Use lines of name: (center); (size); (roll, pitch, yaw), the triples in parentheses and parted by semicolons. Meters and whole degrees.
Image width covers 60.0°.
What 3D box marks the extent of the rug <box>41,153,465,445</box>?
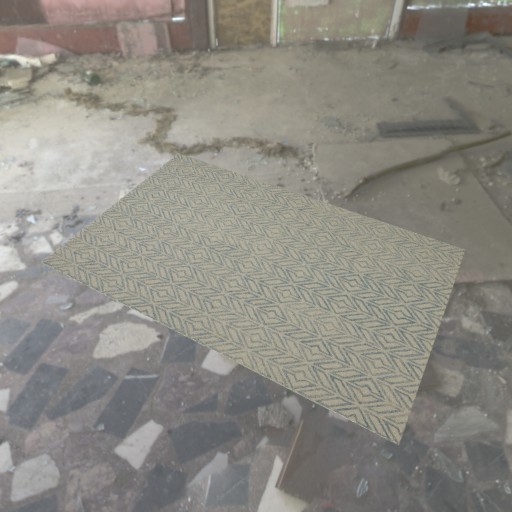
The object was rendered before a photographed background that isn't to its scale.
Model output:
rug: (0.000, 0.000, 3.003); (2.441, 0.008, 1.526); (22, 49, 20)
